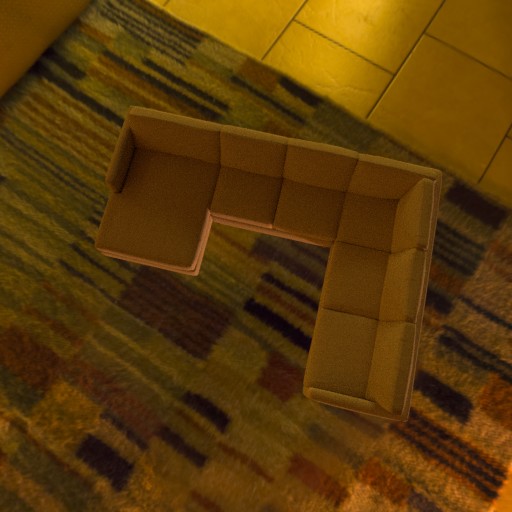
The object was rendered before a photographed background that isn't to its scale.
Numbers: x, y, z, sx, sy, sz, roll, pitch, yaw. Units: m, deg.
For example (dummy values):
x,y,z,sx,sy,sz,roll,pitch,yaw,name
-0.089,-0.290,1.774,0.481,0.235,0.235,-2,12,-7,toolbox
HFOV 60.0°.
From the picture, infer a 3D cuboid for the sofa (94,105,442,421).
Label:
x,y,z,sx,sy,sz,roll,pitch,yaw,name
0.000,0.000,4.683,3.460,0.961,2.594,13,77,3,sofa
